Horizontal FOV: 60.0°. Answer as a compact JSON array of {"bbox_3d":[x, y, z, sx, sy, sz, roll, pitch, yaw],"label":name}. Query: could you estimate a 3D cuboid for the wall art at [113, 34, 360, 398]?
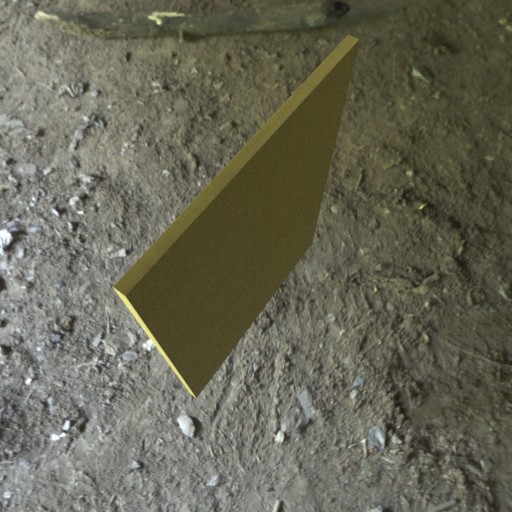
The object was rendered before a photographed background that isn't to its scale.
[{"bbox_3d":[0.000,0.000,1.344,0.030,1.002,0.798,32,67,15],"label":"wall art"}]
